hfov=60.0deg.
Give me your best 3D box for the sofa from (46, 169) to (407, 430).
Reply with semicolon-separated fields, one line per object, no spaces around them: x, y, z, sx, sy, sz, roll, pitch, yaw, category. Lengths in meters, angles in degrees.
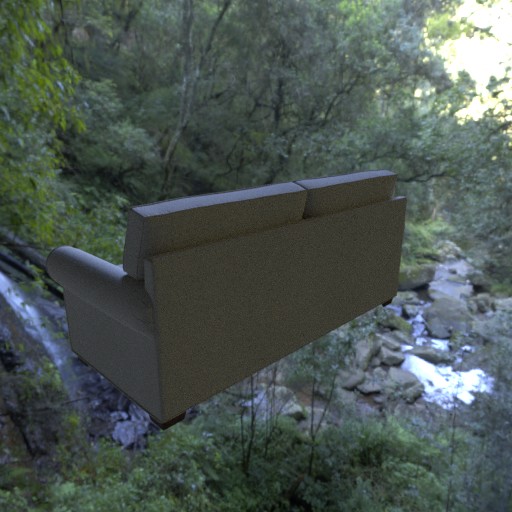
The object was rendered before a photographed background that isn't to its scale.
0.000;0.000;2.693;0.901;0.962;2.146;16;24;42;sofa
